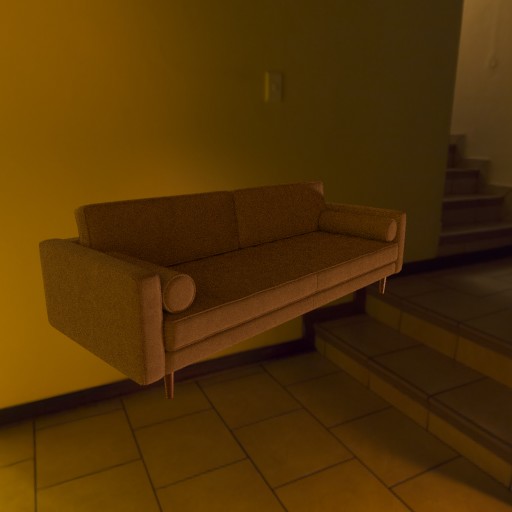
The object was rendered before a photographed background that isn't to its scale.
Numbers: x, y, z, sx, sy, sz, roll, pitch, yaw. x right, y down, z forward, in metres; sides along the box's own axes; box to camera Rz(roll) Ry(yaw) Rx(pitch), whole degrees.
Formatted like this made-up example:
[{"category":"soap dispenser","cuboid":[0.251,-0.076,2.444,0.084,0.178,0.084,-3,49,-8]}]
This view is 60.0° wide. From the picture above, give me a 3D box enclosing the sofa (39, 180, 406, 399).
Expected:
[{"category":"sofa","cuboid":[0.000,0.000,2.695,0.919,0.770,2.200,13,20,42]}]
